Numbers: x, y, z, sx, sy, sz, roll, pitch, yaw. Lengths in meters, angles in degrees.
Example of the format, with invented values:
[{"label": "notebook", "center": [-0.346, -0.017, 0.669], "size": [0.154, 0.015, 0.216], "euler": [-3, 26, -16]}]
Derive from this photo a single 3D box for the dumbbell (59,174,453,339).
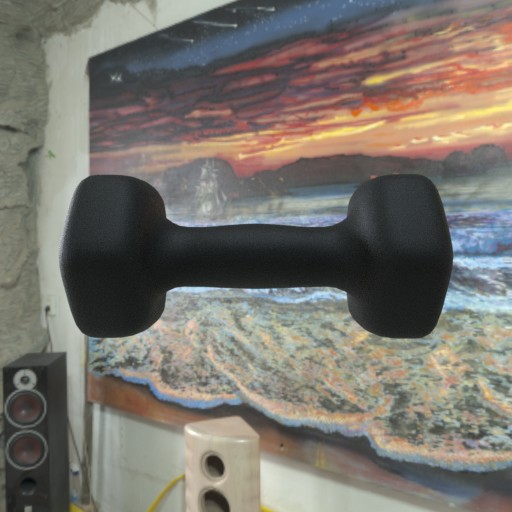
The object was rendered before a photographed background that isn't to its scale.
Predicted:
[{"label": "dumbbell", "center": [0.000, 0.000, 0.290], "size": [0.231, 0.101, 0.112], "euler": [0, 1, 1]}]
